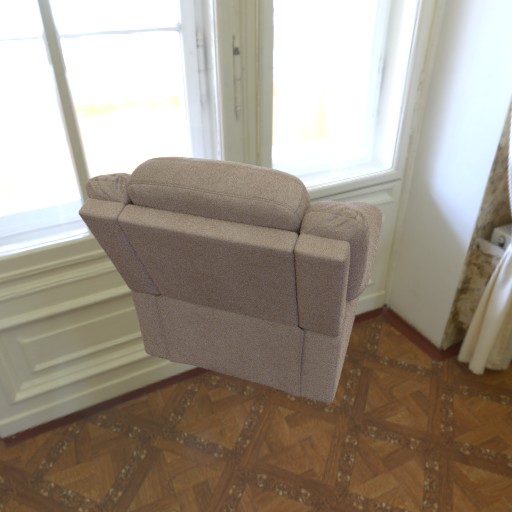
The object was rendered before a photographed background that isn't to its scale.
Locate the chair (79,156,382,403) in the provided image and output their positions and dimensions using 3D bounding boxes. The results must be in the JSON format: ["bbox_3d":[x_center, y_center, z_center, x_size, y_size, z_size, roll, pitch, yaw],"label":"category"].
[{"bbox_3d":[0.000,0.000,1.764,0.899,1.008,0.944,11,34,16],"label":"chair"}]
